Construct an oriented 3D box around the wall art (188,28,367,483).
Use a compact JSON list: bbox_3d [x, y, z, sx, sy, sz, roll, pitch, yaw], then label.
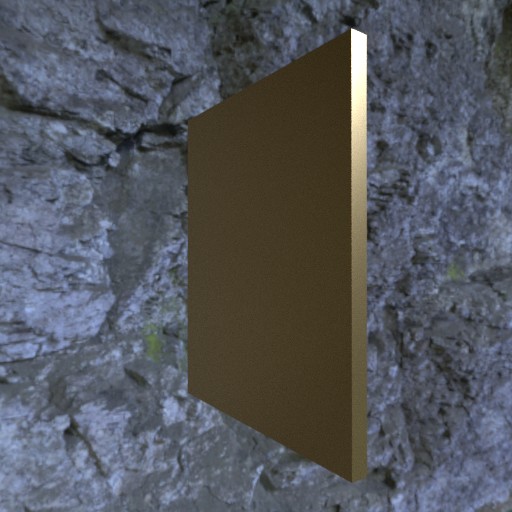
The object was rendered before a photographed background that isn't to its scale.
[{"bbox_3d":[0.000,0.000,1.002,0.038,0.762,0.610,0,0,-35],"label":"wall art"}]
